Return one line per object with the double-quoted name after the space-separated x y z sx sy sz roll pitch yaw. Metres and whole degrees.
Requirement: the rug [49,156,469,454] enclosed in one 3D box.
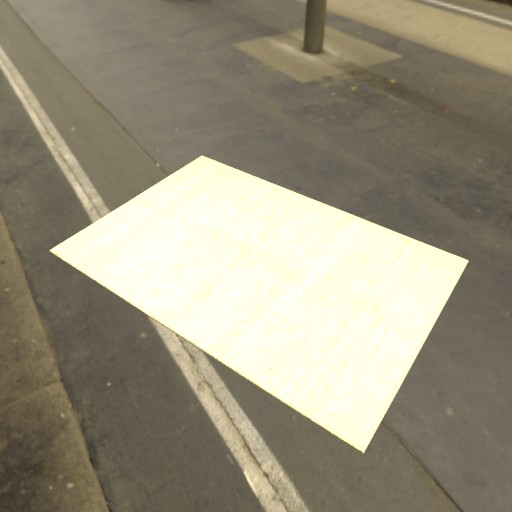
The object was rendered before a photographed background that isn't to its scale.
0.000 0.000 2.355 1.850 0.015 1.250 26 48 26 "rug"
